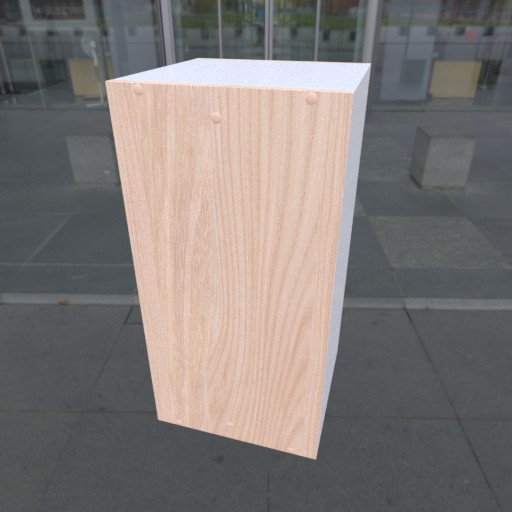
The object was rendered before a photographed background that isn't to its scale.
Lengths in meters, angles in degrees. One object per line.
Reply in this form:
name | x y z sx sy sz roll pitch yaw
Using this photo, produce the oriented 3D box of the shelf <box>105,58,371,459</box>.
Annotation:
shelf | 0.000 0.000 0.766 0.297 0.594 0.290 8 30 14
